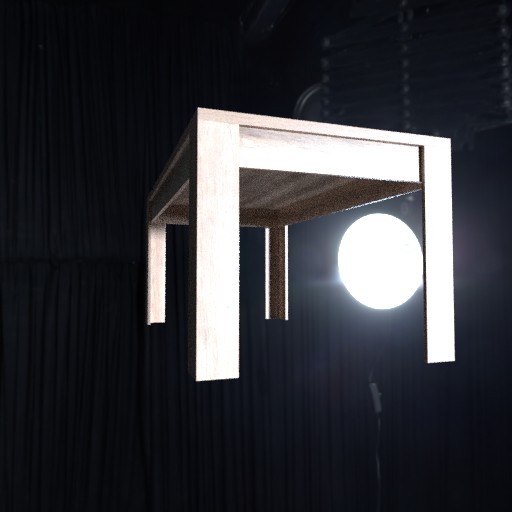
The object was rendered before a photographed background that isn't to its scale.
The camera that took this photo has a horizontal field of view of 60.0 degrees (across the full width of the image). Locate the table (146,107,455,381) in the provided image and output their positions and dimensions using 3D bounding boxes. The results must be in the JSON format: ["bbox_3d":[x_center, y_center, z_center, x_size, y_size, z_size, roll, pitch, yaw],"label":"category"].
[{"bbox_3d":[0.000,0.000,2.154,0.900,0.775,1.600,1,-3,-19],"label":"table"}]
